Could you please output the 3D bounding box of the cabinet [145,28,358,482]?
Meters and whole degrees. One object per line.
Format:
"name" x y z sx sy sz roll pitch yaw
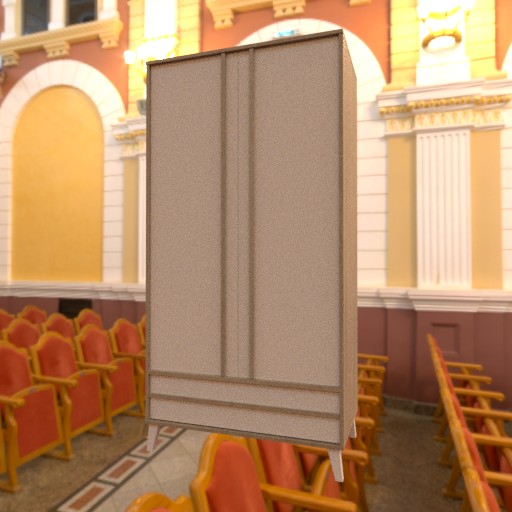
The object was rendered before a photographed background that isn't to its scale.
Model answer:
"cabinet" 0.000 0.000 2.378 1.006 1.999 0.571 0 -1 19
